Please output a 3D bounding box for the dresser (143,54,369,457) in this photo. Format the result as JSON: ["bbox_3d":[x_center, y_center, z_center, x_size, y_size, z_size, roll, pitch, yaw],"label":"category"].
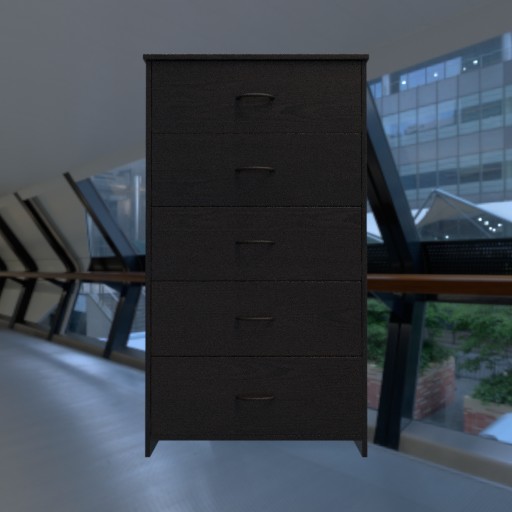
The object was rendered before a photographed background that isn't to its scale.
[{"bbox_3d":[0.000,0.000,1.563,0.704,1.254,0.418,0,-1,0],"label":"dresser"}]
